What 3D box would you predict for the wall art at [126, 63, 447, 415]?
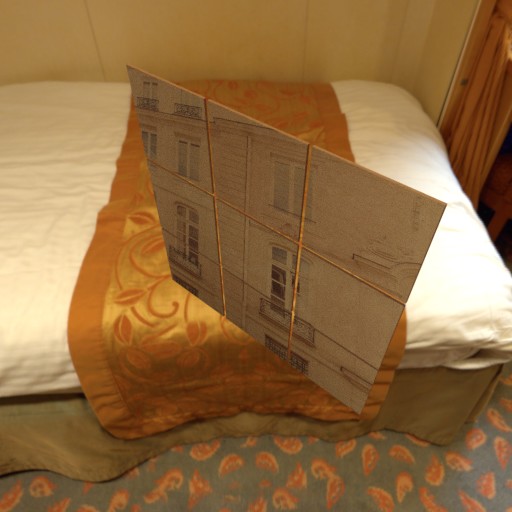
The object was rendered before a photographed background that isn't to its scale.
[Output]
[{"bbox_3d":[0.000,0.000,2.244,1.526,1.522,0.023,32,55,26],"label":"wall art"}]
